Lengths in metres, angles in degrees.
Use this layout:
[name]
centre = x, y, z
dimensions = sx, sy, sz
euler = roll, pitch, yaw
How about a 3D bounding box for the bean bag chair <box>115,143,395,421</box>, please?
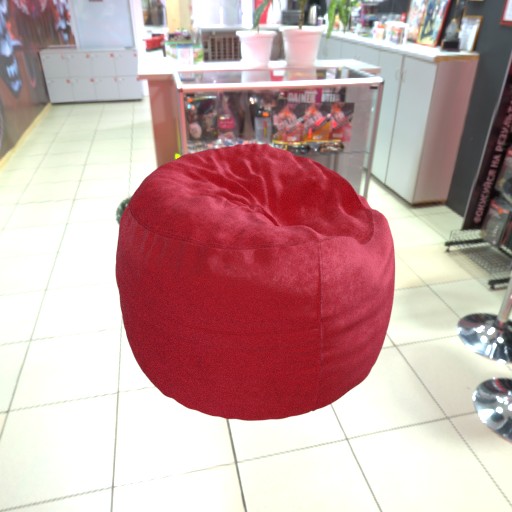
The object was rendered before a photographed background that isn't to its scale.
[bean bag chair]
centre = 0.000, 0.000, 1.974
dimensions = 1.218, 0.788, 1.218
euler = 0, 31, 0
